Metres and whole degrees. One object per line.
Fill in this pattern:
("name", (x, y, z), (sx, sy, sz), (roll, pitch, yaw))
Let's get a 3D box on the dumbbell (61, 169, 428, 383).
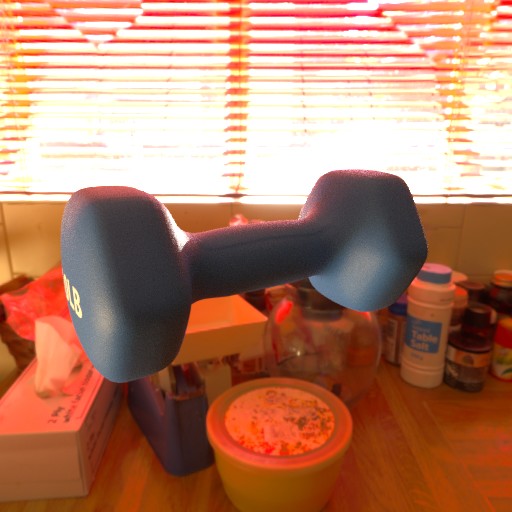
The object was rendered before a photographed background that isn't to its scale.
("dumbbell", (0.000, 0.000, 0.266), (0.212, 0.093, 0.103), (-10, 19, -29))
